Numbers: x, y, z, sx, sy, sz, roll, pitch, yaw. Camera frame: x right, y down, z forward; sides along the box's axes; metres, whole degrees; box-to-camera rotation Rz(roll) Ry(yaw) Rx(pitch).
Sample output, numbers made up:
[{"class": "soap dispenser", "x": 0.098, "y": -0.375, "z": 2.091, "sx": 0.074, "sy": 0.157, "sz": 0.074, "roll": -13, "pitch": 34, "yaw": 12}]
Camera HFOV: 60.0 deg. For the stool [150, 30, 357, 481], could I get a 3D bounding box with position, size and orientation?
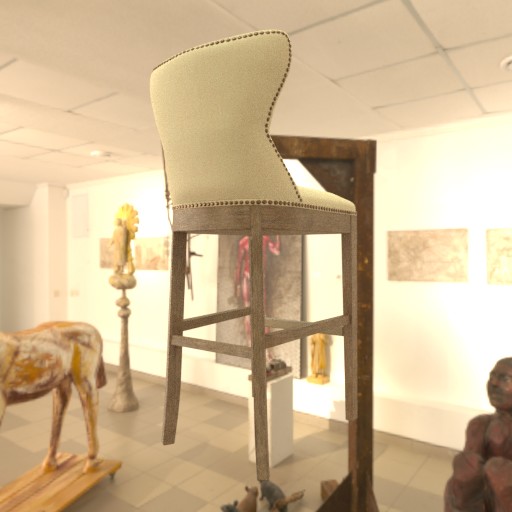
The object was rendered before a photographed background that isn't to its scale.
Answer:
[{"class": "stool", "x": 0.000, "y": 0.000, "z": 1.392, "sx": 0.494, "sy": 1.123, "sz": 0.606, "roll": 1, "pitch": 1, "yaw": 36}]
